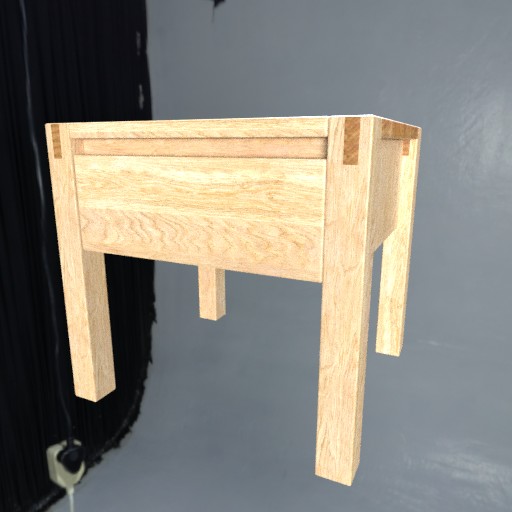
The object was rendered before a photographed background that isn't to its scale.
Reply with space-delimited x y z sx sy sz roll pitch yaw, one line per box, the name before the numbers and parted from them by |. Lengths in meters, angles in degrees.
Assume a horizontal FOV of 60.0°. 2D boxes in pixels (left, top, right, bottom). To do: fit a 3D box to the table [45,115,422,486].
table | 0.000 0.000 0.798 0.480 0.450 0.440 7 16 25
